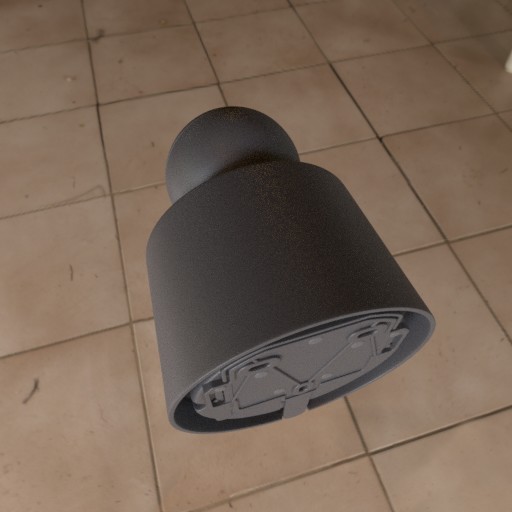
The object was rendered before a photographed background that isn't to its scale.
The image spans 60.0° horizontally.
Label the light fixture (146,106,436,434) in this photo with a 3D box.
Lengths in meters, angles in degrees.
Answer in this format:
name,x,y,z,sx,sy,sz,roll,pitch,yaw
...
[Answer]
name,x,y,z,sx,sy,sz,roll,pitch,yaw
light fixture,0.000,0.000,0.261,0.134,0.143,0.160,-15,58,-10
